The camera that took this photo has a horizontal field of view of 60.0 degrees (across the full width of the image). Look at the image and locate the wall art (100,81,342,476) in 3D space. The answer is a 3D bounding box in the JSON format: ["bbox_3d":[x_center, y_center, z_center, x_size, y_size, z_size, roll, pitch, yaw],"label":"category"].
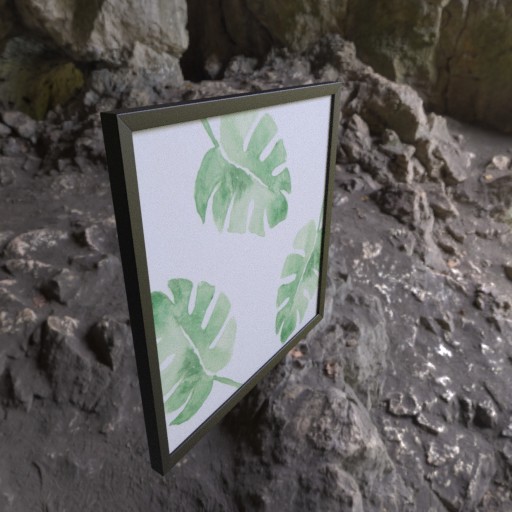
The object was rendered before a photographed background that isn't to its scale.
[{"bbox_3d":[0.000,0.000,1.101,0.038,0.765,0.765,17,30,31],"label":"wall art"}]
